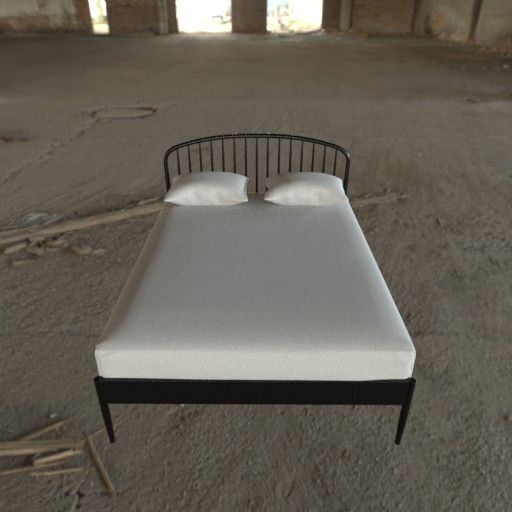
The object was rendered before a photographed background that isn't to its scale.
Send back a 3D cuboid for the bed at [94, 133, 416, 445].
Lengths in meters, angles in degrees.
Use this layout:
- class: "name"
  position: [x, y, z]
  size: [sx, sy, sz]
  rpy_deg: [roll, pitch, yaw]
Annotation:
- class: "bed"
  position: [0.000, 0.000, 3.083]
  size: [1.618, 1.166, 2.159]
  rpy_deg: [0, 29, 0]
